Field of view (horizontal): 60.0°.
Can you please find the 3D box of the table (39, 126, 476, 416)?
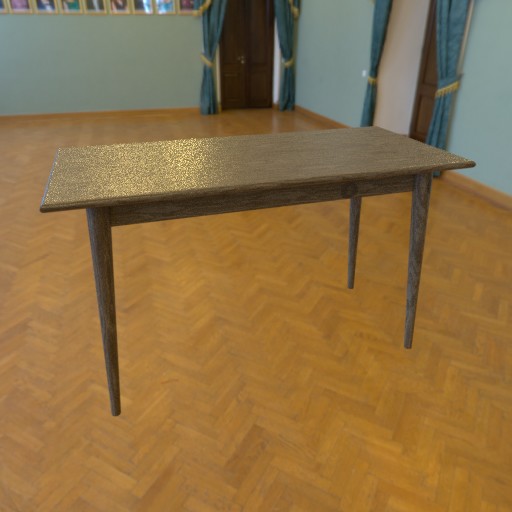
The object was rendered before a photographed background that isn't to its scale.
[{"bbox_3d":[0.000,0.000,1.685,1.300,0.780,0.599,-8,29,-16],"label":"table"}]
